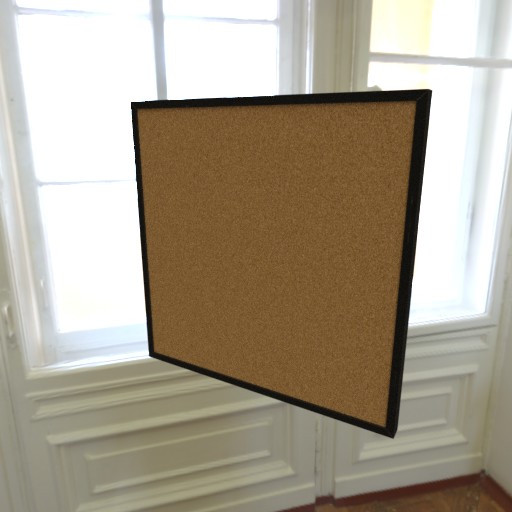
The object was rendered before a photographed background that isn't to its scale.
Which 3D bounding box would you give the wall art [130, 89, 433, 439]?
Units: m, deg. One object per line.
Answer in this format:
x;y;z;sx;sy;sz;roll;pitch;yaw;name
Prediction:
0.000;0.000;1.121;0.761;0.761;0.037;9;18;29;wall art
